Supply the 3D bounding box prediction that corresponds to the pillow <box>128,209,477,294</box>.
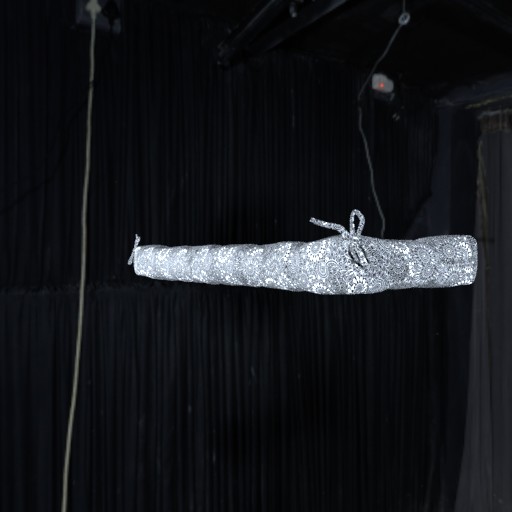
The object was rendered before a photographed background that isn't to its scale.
[{"bbox_3d":[0.000,0.000,1.366,0.511,0.174,1.194,0,0,-36],"label":"pillow"}]
